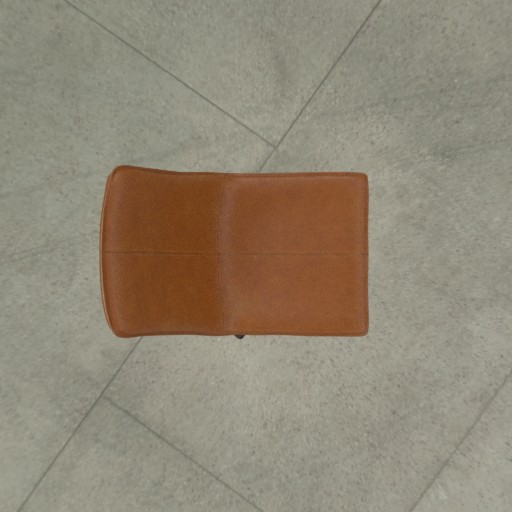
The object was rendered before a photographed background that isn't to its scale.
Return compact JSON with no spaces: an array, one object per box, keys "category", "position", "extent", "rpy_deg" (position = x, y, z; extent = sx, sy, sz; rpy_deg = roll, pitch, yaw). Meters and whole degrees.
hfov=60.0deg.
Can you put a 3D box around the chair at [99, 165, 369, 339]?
[{"category":"chair","position":[0.000,0.000,1.318],"extent":[0.660,0.920,0.651],"rpy_deg":[0,90,1]}]
